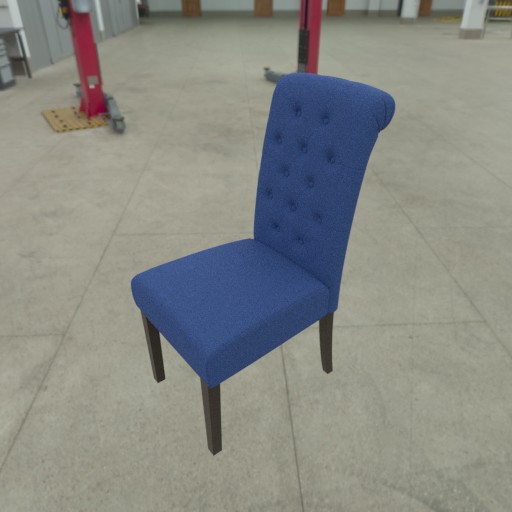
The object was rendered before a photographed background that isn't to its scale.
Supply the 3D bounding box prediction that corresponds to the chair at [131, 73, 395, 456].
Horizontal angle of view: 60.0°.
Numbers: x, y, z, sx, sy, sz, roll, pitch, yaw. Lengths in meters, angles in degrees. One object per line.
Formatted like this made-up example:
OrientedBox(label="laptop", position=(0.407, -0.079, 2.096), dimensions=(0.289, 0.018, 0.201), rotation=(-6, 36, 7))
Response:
OrientedBox(label="chair", position=(0.000, 0.000, 1.401), dimensions=(0.671, 1.006, 0.456), rotation=(-22, 38, -32))
